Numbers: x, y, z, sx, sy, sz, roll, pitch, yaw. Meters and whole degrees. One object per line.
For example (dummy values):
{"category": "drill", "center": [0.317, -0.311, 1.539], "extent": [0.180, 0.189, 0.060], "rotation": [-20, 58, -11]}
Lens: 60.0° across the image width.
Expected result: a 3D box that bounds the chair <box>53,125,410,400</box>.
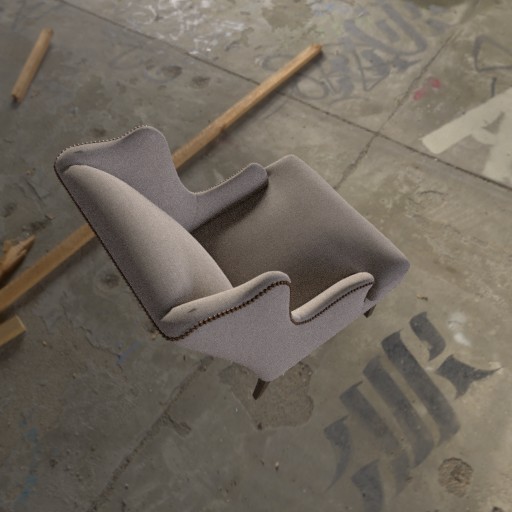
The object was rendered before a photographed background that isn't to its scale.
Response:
{"category": "chair", "center": [0.000, 0.000, 1.633], "extent": [0.940, 1.029, 0.737], "rotation": [-31, 62, -19]}
